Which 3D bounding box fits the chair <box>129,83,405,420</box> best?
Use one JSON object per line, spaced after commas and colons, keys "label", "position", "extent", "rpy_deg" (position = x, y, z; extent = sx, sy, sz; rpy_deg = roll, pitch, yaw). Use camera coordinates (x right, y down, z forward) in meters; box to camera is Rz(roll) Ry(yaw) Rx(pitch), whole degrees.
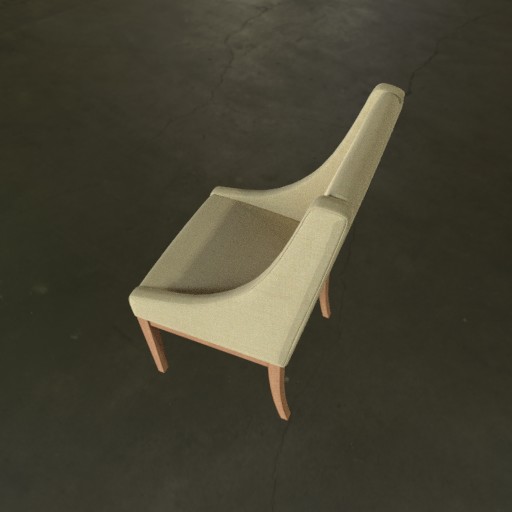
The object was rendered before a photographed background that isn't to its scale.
{"label": "chair", "position": [0.000, 0.000, 1.417], "extent": [0.611, 1.021, 0.575], "rpy_deg": [18, 50, 16]}
